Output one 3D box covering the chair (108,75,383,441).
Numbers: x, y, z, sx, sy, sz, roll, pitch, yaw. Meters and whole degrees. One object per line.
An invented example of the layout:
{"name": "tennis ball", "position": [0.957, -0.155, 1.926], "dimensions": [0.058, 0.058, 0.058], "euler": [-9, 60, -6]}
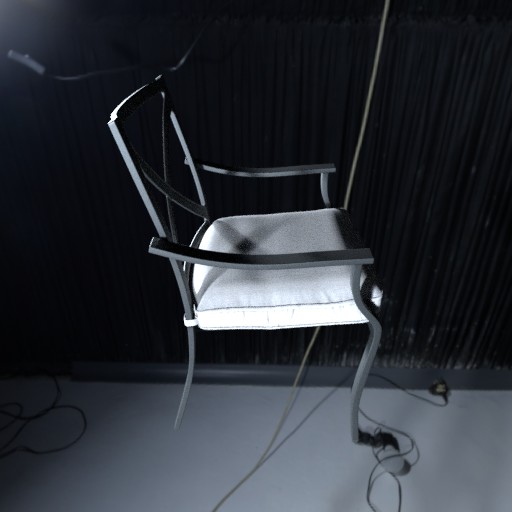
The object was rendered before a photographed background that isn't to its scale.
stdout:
{"name": "chair", "position": [0.000, 0.000, 1.262], "dimensions": [0.620, 0.889, 0.575], "euler": [0, 32, 0]}
